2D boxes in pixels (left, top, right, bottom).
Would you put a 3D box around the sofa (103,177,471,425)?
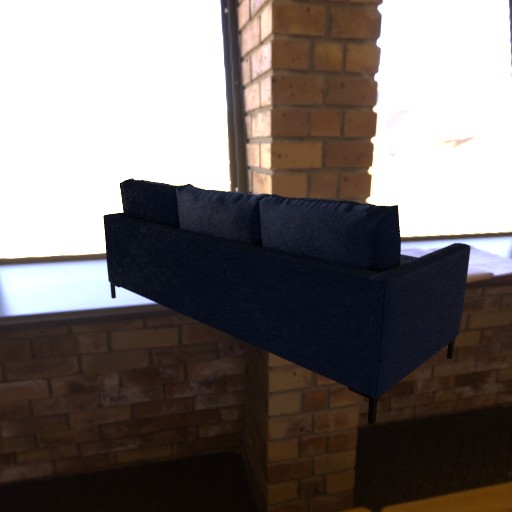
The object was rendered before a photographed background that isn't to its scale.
[{"bbox_3d":[0.000,0.000,2.729,2.252,0.879,0.875,14,20,43],"label":"sofa"}]
